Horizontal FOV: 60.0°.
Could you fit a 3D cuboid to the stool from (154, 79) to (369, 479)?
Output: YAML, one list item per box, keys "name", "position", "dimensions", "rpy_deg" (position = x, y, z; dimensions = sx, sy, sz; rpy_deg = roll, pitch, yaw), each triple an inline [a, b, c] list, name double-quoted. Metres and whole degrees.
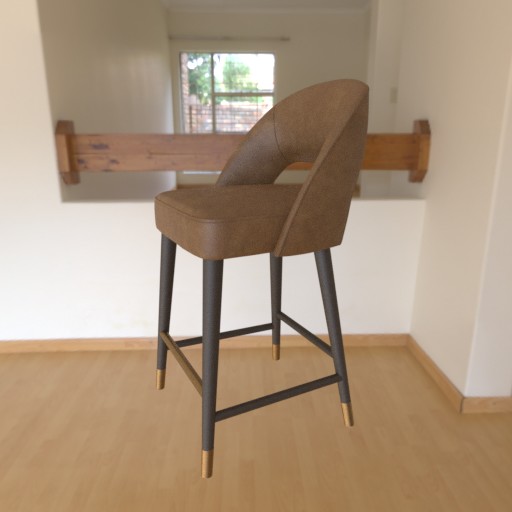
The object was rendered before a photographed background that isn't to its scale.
- name: "stool"
  position: [0.000, 0.000, 1.236]
  dimensions: [0.509, 0.940, 0.494]
  rpy_deg: [-8, 17, -26]
